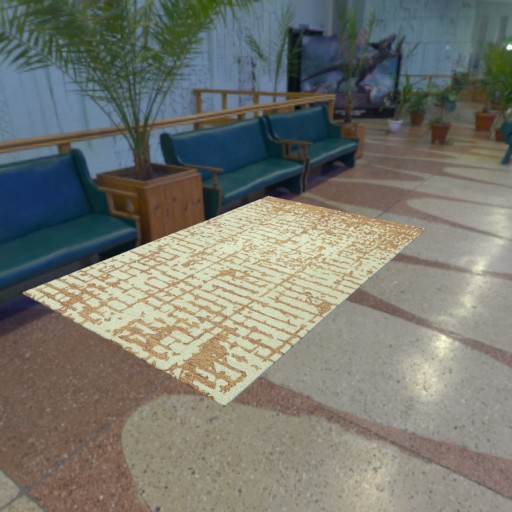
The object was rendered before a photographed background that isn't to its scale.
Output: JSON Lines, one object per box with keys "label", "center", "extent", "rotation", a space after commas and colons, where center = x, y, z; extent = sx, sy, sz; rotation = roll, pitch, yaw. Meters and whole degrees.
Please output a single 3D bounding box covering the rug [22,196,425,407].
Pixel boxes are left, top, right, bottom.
{"label": "rug", "center": [0.000, 0.000, 3.007], "extent": [1.517, 0.011, 2.435], "rotation": [17, 29, 33]}
